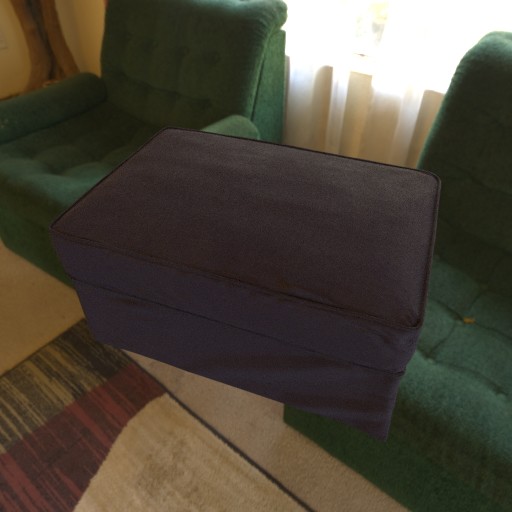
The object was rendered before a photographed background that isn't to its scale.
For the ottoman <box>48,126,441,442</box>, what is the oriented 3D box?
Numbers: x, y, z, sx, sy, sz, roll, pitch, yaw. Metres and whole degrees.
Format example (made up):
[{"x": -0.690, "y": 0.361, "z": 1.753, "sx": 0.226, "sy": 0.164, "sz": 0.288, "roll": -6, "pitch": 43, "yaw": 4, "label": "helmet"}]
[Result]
[{"x": 0.000, "y": 0.000, "z": 1.315, "sx": 0.938, "sy": 0.503, "sz": 0.637, "roll": 14, "pitch": 44, "yaw": 15, "label": "ottoman"}]
